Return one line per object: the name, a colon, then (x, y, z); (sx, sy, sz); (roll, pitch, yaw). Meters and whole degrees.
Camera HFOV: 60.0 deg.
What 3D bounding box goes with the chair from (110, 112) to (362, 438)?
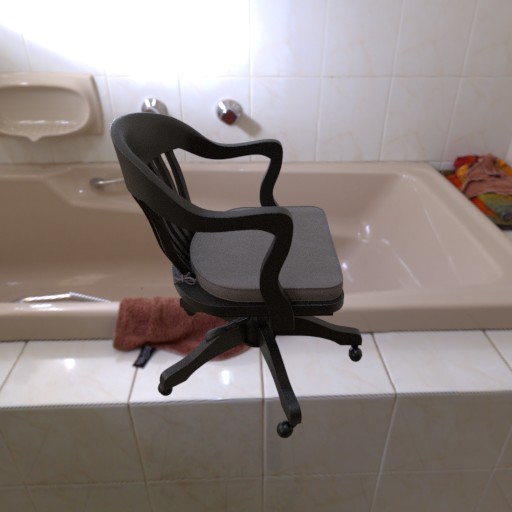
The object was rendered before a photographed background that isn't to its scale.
chair: (0.000, 0.000, 1.451); (0.788, 0.878, 0.750); (0, 31, 0)
